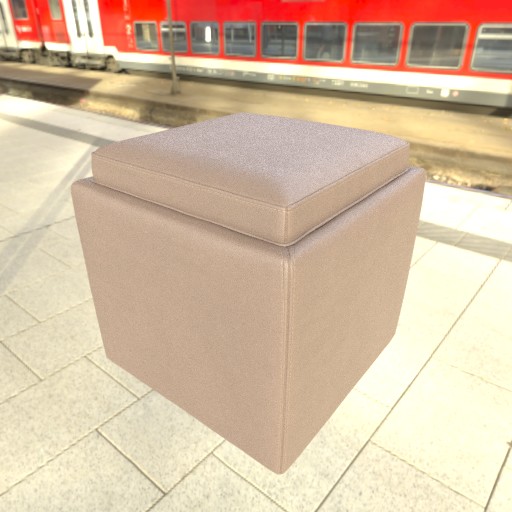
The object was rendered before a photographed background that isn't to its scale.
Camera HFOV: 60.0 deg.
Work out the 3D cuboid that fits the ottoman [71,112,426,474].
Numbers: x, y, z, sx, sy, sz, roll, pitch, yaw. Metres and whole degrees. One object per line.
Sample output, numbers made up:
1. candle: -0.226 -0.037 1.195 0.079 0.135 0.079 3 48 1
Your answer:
1. ottoman: 0.000 0.000 0.827 0.451 0.460 0.450 20 34 33
